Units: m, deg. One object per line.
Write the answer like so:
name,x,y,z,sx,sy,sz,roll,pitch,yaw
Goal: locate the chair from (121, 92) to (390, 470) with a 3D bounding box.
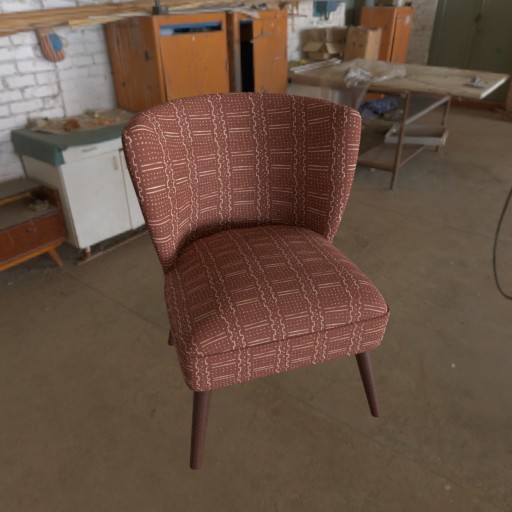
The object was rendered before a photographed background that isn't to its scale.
chair,0.000,0.000,1.406,0.706,0.866,0.758,-9,32,-15
